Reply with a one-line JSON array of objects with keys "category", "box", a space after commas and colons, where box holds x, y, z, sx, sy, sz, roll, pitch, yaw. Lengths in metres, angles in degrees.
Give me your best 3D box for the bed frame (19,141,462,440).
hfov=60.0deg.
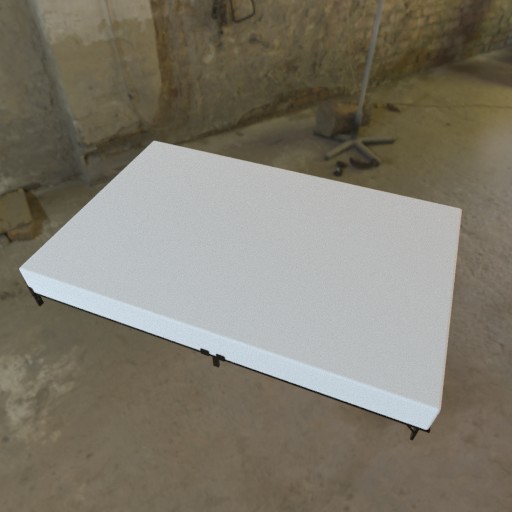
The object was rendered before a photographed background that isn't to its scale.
[{"category": "bed frame", "box": [0.000, 0.000, 3.628, 2.987, 0.440, 1.930, 16, 47, 15]}]
